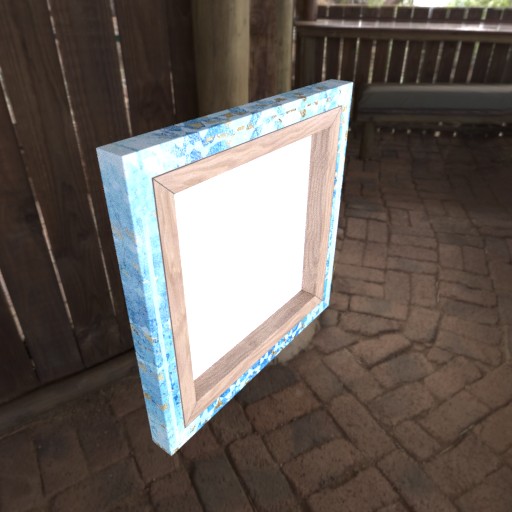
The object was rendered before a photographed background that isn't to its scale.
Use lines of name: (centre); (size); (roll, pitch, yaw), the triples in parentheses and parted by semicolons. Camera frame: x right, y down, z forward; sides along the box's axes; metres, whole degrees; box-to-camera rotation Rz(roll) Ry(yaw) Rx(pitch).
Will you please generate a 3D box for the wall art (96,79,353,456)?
wall art: (0.000, 0.000, 0.618); (0.037, 0.405, 0.405); (23, 38, 32)
